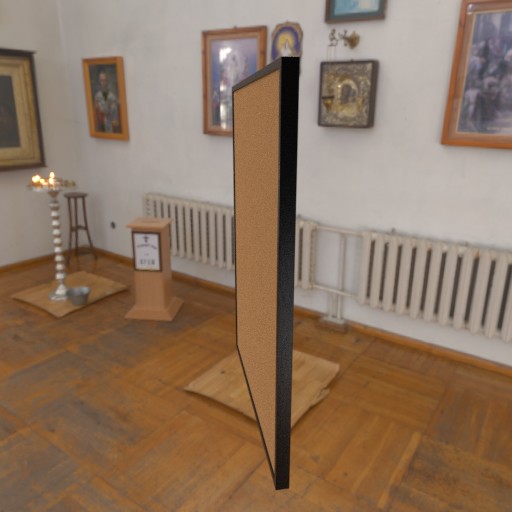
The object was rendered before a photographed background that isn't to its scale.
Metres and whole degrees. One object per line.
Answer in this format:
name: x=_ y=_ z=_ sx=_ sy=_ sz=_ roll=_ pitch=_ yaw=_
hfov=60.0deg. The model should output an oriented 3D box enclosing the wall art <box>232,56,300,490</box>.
wall art: x=0.000 y=0.000 z=1.408 sx=0.040 sy=1.062 sz=0.805 roll=-3 pitch=17 yaw=-10
